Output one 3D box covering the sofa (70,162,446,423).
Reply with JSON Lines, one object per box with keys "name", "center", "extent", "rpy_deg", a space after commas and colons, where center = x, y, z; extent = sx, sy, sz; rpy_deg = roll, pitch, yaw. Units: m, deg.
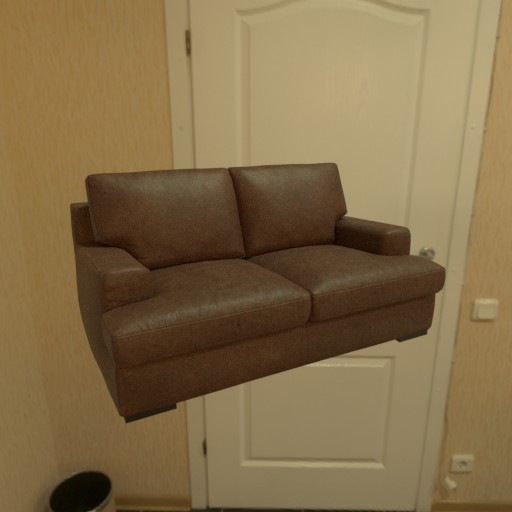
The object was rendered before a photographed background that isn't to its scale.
{"name": "sofa", "center": [0.000, 0.000, 2.518], "extent": [1.880, 0.939, 1.143], "rpy_deg": [-9, 19, -27]}
